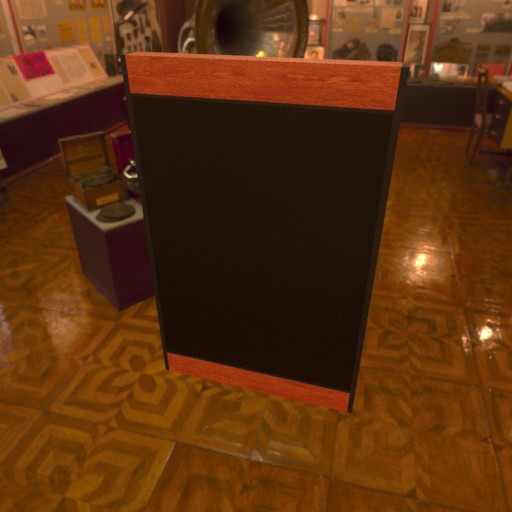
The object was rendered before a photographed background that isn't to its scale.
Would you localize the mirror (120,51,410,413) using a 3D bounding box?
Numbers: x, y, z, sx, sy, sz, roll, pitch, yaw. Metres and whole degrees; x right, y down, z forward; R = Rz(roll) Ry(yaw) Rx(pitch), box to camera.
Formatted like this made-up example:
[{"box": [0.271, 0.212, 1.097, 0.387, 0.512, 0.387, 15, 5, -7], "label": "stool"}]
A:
[{"box": [0.000, 0.000, 1.002, 0.525, 0.823, 0.047, 9, 32, 14], "label": "mirror"}]
